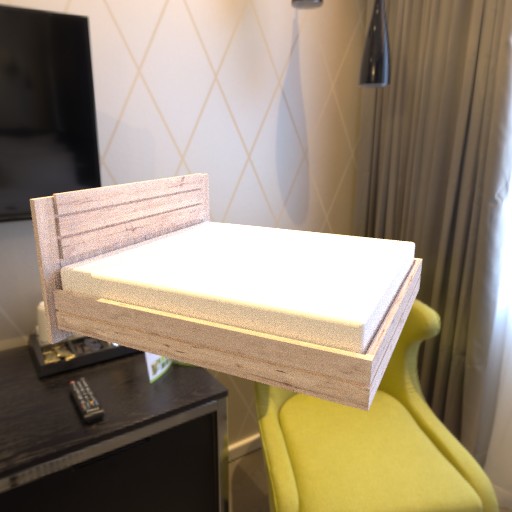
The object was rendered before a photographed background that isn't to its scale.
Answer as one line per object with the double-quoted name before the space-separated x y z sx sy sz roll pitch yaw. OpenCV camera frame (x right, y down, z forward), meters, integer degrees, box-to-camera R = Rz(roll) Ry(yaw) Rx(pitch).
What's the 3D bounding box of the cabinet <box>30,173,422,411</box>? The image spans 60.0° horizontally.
"cabinet" 0.000 0.000 3.194 2.080 0.970 1.950 8 17 25
